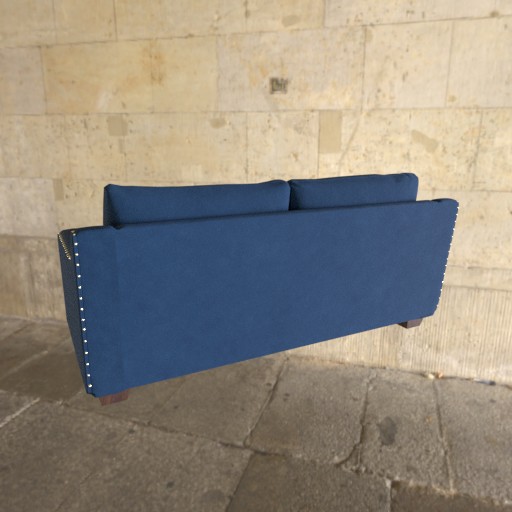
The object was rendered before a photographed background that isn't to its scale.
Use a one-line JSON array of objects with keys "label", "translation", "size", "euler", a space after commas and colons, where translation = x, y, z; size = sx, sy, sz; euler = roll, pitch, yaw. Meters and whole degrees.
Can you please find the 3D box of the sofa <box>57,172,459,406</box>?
[{"label": "sofa", "translation": [0.000, 0.000, 2.665], "size": [2.107, 0.983, 1.104], "euler": [-7, 16, -26]}]
